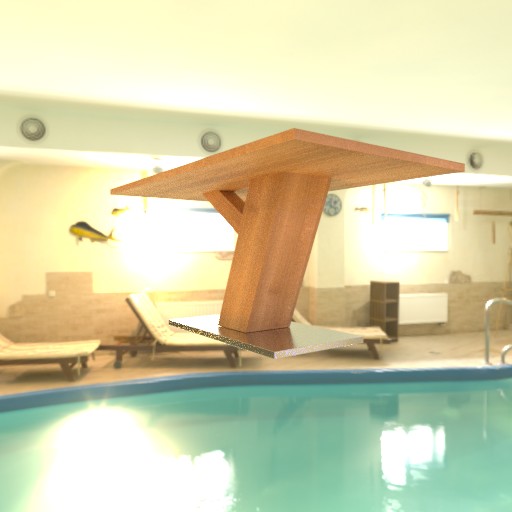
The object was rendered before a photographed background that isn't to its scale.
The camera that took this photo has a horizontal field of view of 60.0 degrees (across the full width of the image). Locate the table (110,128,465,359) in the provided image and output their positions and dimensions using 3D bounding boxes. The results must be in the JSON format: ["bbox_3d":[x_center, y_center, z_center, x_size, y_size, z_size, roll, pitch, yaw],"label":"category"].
[{"bbox_3d":[0.000,0.000,2.158,0.900,0.750,1.600,-1,1,-36],"label":"table"}]
